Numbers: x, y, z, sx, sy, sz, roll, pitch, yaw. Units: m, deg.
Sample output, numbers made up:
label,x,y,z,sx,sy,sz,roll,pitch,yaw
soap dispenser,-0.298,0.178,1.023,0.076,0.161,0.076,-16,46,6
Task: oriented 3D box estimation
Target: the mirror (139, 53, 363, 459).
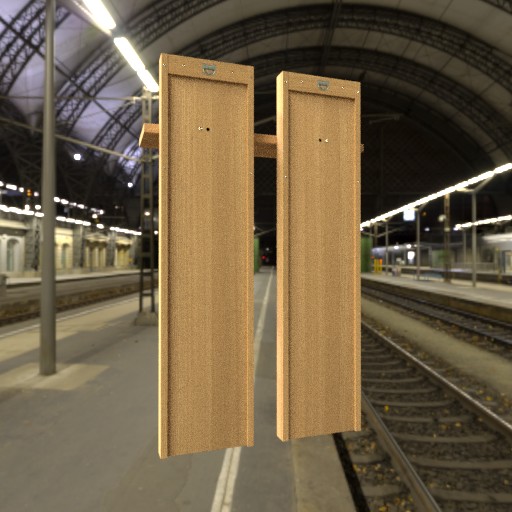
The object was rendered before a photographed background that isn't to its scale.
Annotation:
label,x,y,z,sx,sy,sz,roll,pitch,yaw
mirror,0.000,0.000,1.600,0.800,1.250,0.260,0,0,-19
